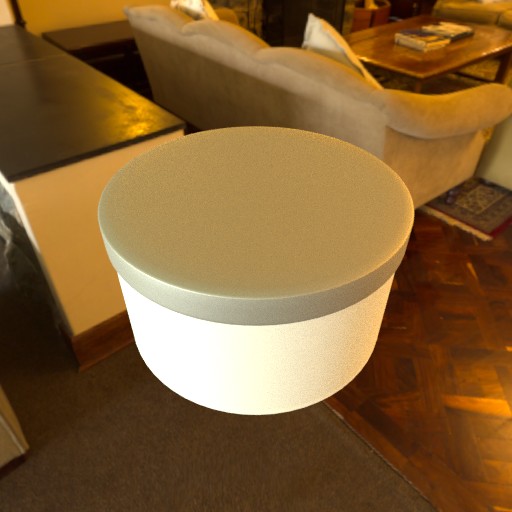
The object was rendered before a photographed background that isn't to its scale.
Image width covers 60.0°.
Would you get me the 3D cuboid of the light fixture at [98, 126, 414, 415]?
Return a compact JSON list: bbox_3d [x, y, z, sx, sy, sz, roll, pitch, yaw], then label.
[{"bbox_3d":[0.000,0.000,0.642,0.393,0.229,0.393,0,40,0],"label":"light fixture"}]
